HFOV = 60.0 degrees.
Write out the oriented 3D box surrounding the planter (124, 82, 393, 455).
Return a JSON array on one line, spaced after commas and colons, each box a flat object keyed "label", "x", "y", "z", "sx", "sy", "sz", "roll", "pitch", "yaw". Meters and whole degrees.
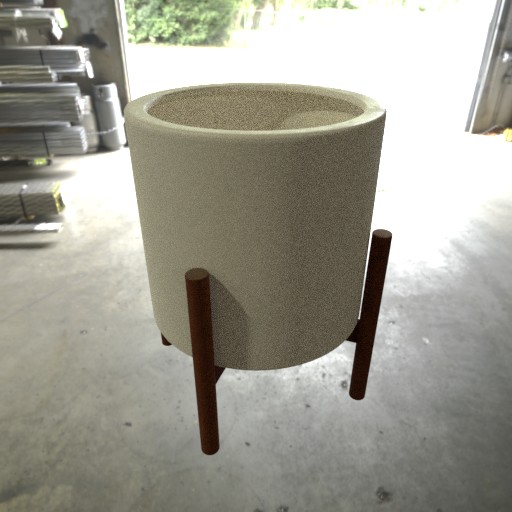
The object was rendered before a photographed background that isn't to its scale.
[{"label": "planter", "x": 0.000, "y": 0.000, "z": 0.870, "sx": 0.421, "sy": 0.581, "sz": 0.420, "roll": -11, "pitch": 32, "yaw": -18}]
